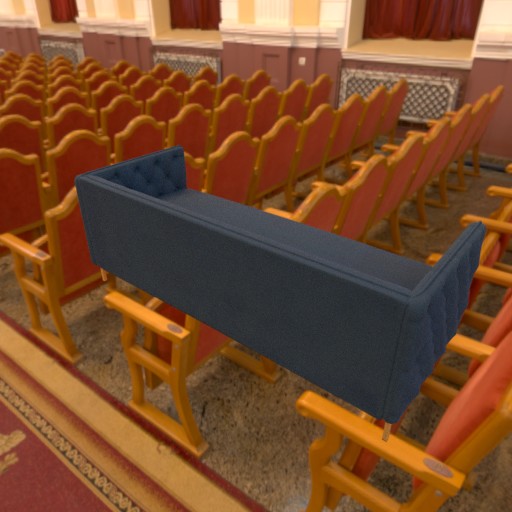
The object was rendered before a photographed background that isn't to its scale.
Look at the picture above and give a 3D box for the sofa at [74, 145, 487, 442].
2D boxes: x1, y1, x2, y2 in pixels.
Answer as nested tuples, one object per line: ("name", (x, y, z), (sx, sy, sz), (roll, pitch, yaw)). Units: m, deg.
("sofa", (0.000, 0.000, 2.597), (2.209, 0.771, 0.895), (22, 36, 33))
